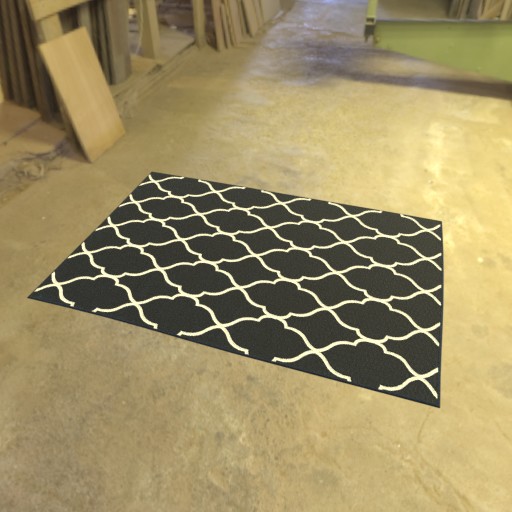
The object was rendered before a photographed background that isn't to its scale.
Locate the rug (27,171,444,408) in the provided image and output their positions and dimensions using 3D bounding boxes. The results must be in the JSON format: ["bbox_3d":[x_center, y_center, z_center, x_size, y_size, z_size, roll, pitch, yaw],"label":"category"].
[{"bbox_3d":[0.000,0.000,2.845,2.294,0.014,1.528,12,42,13],"label":"rug"}]
